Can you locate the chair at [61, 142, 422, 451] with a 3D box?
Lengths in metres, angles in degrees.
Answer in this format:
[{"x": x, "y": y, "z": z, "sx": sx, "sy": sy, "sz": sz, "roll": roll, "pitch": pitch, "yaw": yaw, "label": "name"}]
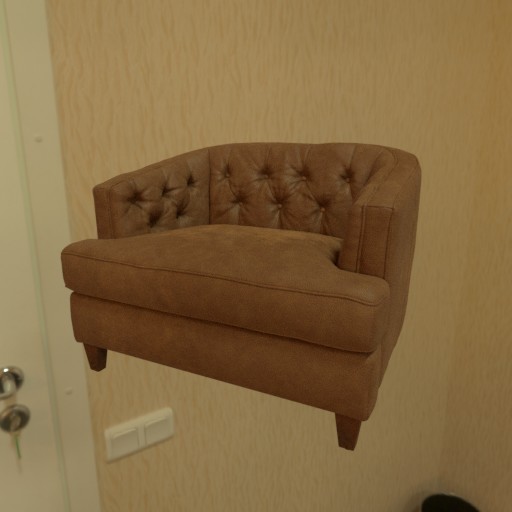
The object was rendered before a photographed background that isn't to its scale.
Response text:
[{"x": 0.000, "y": 0.000, "z": 1.692, "sx": 1.119, "sy": 0.836, "sz": 0.911, "roll": 7, "pitch": 17, "yaw": 26, "label": "chair"}]
